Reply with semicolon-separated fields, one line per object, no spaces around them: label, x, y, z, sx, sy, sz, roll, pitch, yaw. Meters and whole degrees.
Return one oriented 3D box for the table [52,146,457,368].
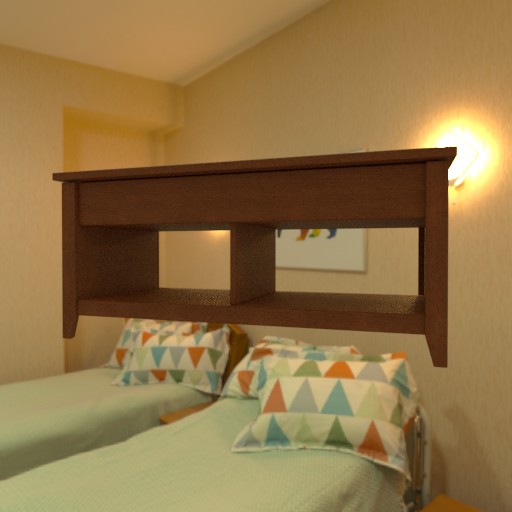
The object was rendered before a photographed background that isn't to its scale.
table;0.000;0.000;1.286;1.016;0.457;0.483;0;1;18
